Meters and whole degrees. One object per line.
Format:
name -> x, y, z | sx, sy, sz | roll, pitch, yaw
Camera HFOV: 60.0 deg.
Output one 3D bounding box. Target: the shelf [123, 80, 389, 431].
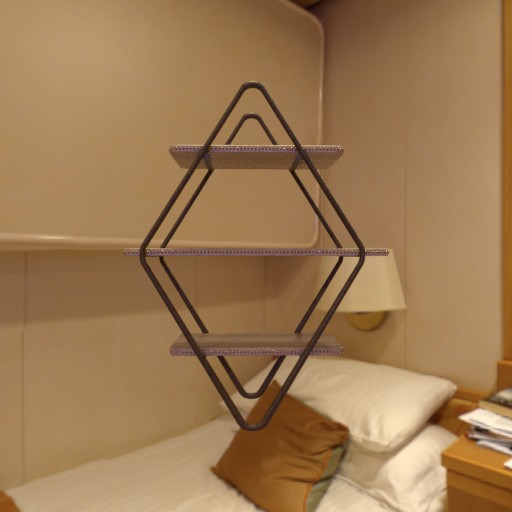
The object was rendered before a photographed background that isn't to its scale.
shelf -> 0.000, 0.000, 1.088 | 0.609, 0.774, 0.234 | 0, 0, -1
